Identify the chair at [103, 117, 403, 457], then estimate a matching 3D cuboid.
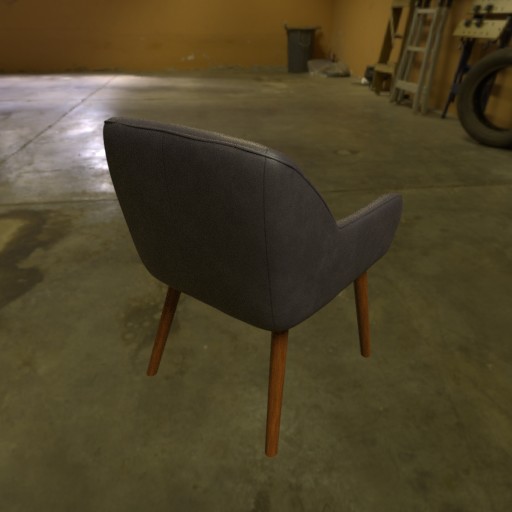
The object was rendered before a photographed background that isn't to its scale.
[{"bbox_3d":[0.000,0.000,1.277,0.610,0.828,0.610,20,34,33],"label":"chair"}]
